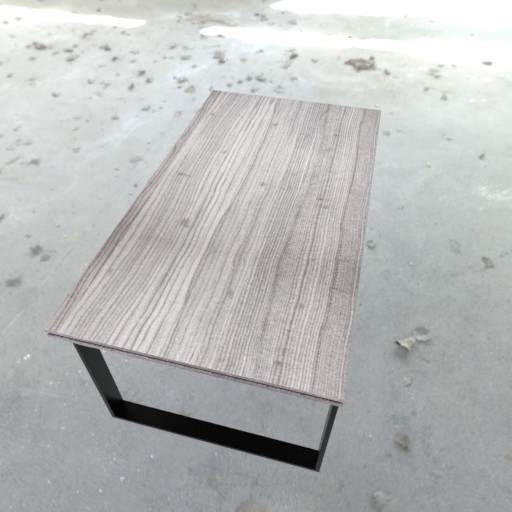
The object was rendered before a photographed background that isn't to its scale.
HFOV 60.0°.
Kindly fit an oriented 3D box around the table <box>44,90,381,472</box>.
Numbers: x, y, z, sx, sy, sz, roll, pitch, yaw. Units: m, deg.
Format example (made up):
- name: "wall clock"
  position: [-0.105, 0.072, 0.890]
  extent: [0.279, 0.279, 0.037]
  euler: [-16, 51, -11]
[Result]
- name: "table"
  position: [0.000, 0.000, 2.020]
  extent: [0.881, 0.736, 1.579]
  euler: [11, 47, 10]
